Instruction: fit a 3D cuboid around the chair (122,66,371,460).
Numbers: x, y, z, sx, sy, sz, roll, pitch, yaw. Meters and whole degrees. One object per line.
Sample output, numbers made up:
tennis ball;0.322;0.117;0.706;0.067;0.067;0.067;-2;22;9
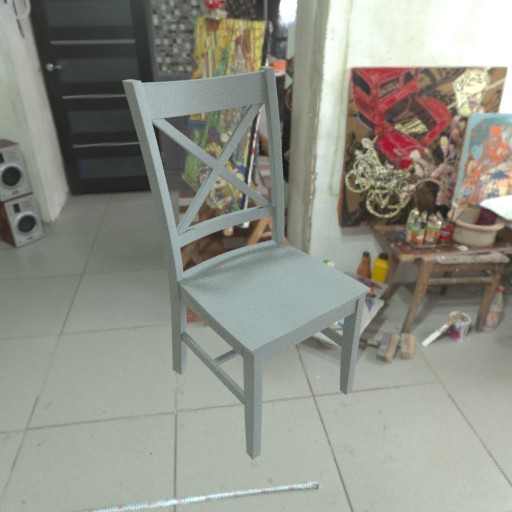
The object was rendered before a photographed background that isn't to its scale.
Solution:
chair;0.000;0.000;1.339;0.485;0.983;0.542;-21;36;-32
